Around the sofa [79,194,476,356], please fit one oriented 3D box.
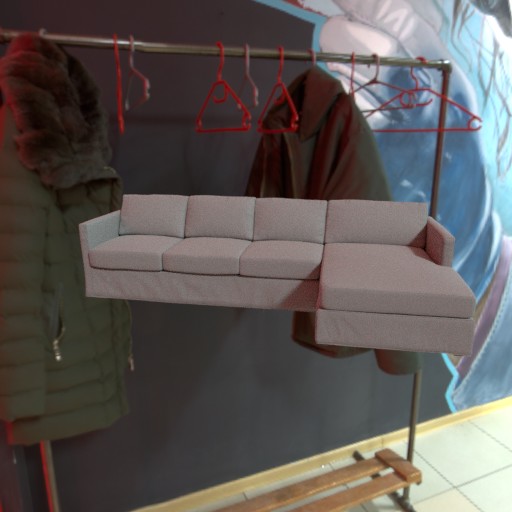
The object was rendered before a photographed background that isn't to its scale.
[{"bbox_3d":[0.000,0.000,3.836,3.177,0.867,1.622,3,15,10],"label":"sofa"}]
